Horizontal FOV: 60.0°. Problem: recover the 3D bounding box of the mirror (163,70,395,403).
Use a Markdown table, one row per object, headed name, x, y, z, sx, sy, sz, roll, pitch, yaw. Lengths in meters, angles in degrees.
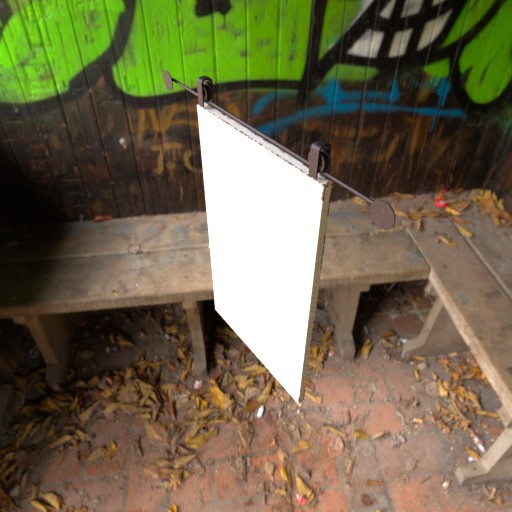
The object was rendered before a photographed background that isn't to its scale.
| name | x | y | z | sx | sy | sz | roll | pitch | yaw |
| --- | --- | --- | --- | --- | --- | --- | --- | --- | --- |
| mirror | 0.000 | 0.000 | 1.210 | 0.037 | 0.844 | 0.808 | -26 | 47 | -26 |
